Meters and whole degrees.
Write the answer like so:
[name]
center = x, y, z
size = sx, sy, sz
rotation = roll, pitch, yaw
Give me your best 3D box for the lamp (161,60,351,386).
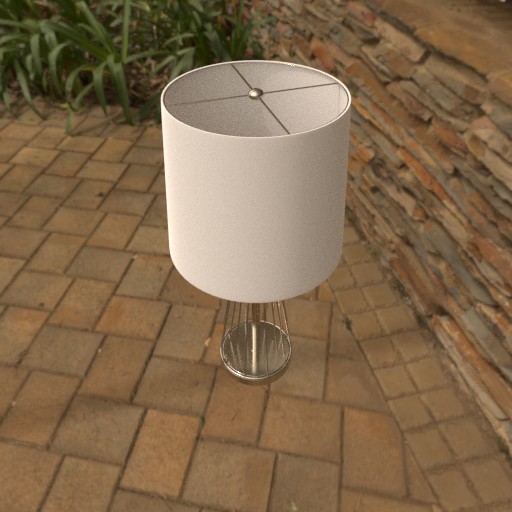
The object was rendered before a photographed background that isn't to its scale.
[lamp]
center = 0.000, 0.000, 0.813
size = 0.303, 0.618, 0.303
rotation = 0, 42, 0
